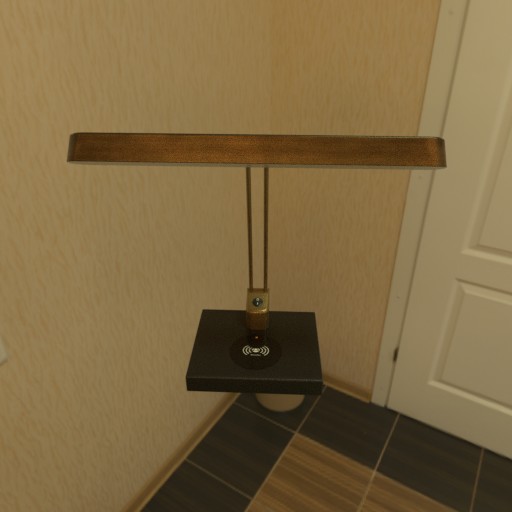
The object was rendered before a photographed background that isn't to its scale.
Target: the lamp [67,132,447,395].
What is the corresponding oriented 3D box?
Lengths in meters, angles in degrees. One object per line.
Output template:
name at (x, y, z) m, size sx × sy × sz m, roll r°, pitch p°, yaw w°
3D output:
lamp at (0.000, 0.000, 0.591) m, size 0.412 × 0.345 × 0.156 m, roll 1°, pitch 29°, yaw 2°
